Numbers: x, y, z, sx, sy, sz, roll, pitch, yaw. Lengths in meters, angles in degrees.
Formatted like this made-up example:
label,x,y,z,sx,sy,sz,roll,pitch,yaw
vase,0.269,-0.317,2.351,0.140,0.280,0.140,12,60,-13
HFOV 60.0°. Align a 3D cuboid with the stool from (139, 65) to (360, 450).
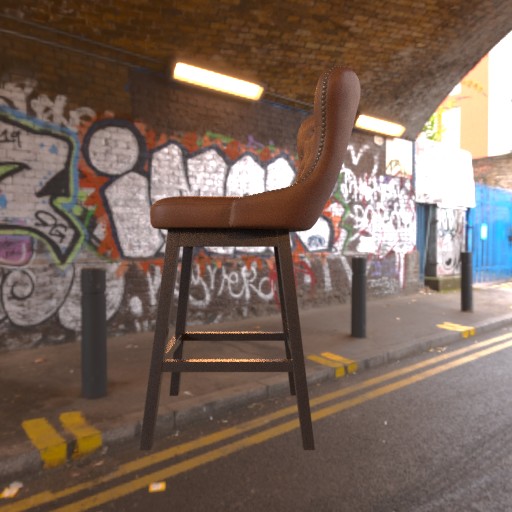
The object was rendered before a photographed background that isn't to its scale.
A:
label,x,y,z,sx,sy,sz,roll,pitch,yaw
stool,0.000,0.000,1.320,0.593,0.971,0.528,0,2,0
